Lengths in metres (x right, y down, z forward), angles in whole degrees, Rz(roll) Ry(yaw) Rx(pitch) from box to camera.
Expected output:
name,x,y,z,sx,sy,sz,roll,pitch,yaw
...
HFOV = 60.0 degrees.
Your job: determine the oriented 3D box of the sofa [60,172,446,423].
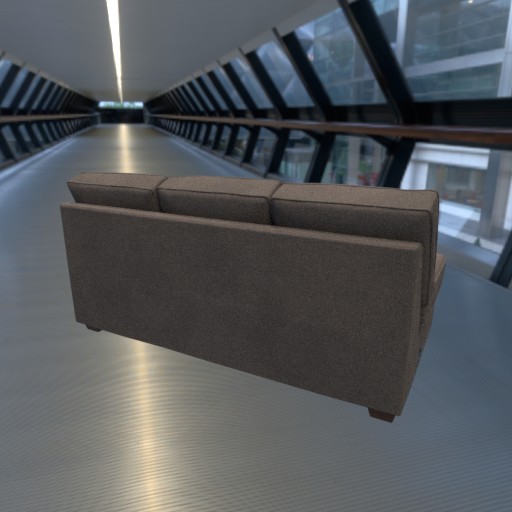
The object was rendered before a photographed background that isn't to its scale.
name,x,y,z,sx,sy,sz,roll,pitch,yaw
sofa,0.000,0.000,2.531,1.962,0.973,1.027,9,19,27
